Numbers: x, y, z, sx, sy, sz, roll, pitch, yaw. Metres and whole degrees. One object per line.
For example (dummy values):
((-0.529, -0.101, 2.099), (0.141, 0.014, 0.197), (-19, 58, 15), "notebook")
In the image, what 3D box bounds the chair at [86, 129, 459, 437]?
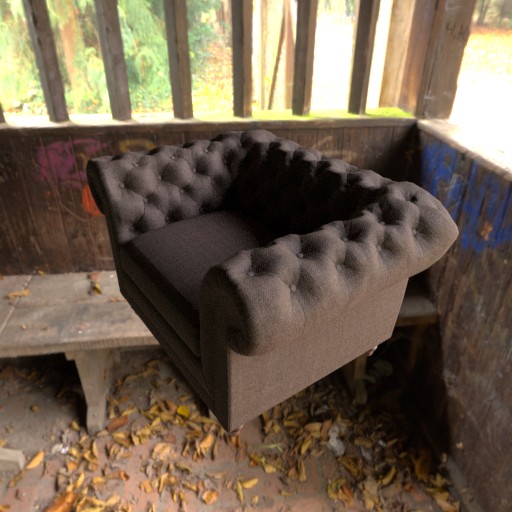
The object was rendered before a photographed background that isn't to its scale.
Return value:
((0.000, 0.000, 1.872), (0.945, 0.780, 1.298), (-20, 37, -30), "chair")
